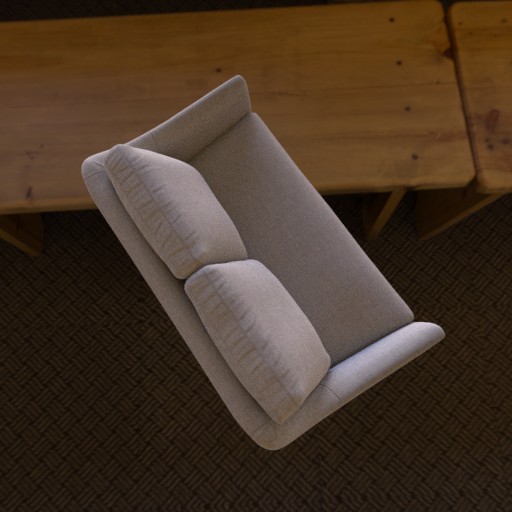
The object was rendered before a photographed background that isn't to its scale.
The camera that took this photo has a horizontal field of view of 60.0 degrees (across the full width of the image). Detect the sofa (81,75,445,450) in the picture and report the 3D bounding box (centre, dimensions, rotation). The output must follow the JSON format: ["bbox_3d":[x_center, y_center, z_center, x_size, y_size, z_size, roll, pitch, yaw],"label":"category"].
[{"bbox_3d":[0.000,0.000,2.185,0.960,0.904,1.619,-34,78,-8],"label":"sofa"}]
